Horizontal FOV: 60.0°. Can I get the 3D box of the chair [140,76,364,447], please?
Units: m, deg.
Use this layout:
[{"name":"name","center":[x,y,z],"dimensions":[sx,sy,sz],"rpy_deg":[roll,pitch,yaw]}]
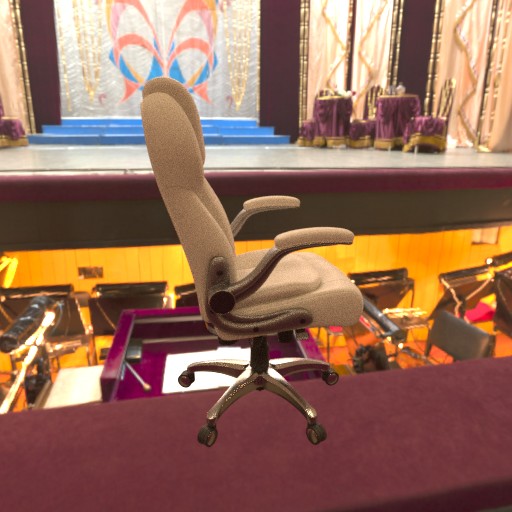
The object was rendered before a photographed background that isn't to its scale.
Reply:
[{"name":"chair","center":[0.000,0.000,1.814],"dimensions":[0.806,1.330,0.755],"rpy_deg":[-3,17,-10]}]
